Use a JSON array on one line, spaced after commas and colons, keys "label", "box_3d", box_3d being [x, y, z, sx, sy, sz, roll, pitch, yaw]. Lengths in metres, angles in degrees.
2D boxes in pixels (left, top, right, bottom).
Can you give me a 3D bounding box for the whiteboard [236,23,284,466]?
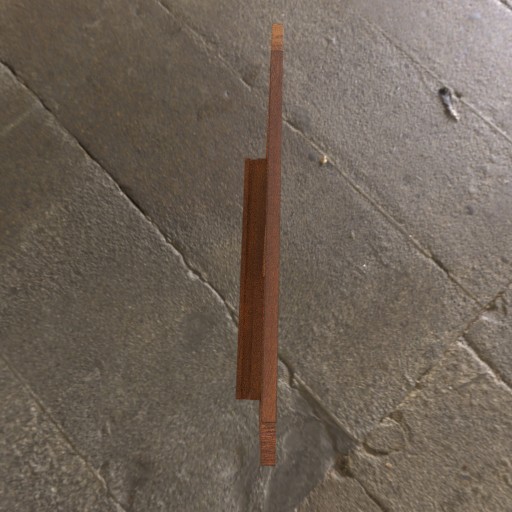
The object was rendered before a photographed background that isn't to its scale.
[{"label": "whiteboard", "box_3d": [0.000, 0.000, 1.028, 0.083, 0.559, 0.783, 2, 76, 0]}]
